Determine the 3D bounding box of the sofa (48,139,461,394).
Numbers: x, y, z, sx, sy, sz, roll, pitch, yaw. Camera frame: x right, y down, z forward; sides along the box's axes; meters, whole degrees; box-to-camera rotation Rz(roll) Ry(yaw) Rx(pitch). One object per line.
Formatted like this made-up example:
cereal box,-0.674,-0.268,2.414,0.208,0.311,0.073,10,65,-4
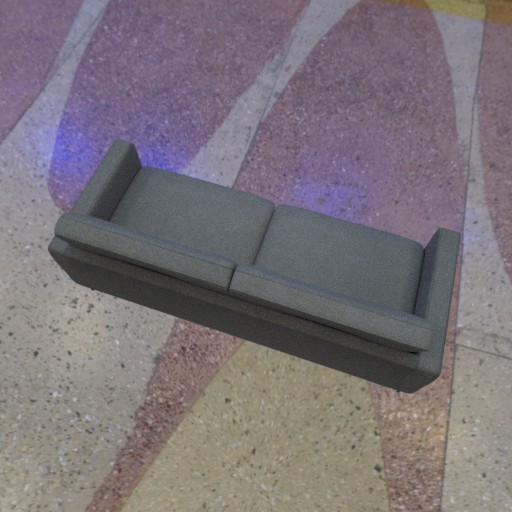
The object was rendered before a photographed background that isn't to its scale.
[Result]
sofa,0.000,0.000,2.335,1.925,0.828,0.774,17,64,9
